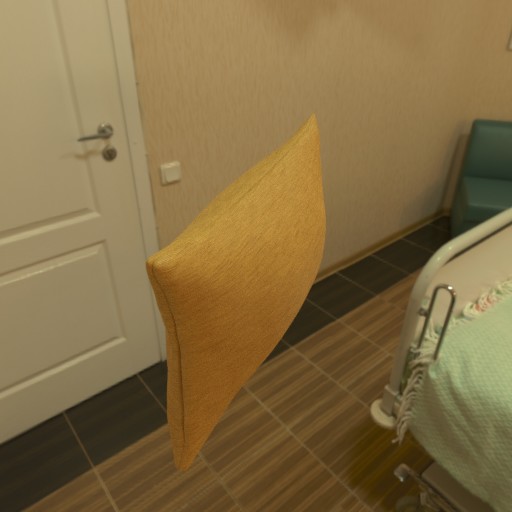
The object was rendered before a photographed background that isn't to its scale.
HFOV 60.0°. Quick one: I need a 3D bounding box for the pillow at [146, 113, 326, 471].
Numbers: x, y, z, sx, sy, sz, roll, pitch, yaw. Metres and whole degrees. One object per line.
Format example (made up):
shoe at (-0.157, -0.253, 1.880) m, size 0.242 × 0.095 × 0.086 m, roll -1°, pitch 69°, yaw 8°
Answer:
pillow at (0.000, 0.000, 0.787) m, size 0.210 × 0.354 × 0.634 m, roll 12°, pitch 34°, yaw 18°
